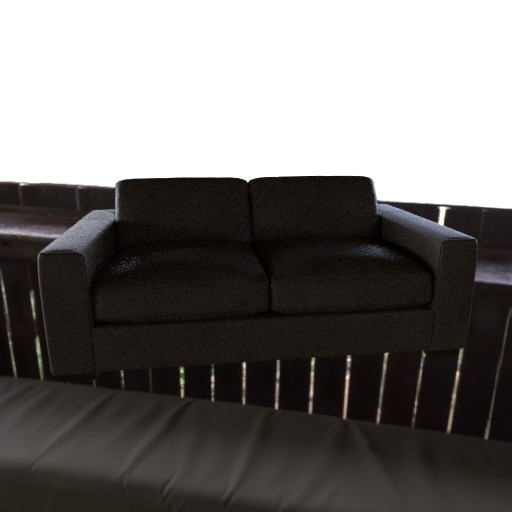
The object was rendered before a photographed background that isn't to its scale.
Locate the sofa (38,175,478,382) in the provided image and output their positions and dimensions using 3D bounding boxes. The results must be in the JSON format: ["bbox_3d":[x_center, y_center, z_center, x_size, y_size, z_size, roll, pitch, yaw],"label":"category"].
[{"bbox_3d":[0.000,0.000,2.407,1.920,0.800,1.070,-2,16,-7],"label":"sofa"}]
